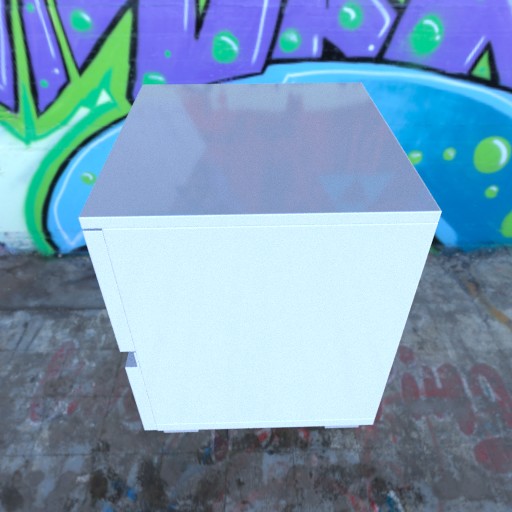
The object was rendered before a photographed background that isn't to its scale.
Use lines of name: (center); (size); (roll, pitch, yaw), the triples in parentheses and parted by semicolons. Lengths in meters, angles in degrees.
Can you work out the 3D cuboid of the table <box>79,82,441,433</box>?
table: (0.000, 0.000, 0.799); (0.400, 0.470, 0.420); (-1, 40, -1)
